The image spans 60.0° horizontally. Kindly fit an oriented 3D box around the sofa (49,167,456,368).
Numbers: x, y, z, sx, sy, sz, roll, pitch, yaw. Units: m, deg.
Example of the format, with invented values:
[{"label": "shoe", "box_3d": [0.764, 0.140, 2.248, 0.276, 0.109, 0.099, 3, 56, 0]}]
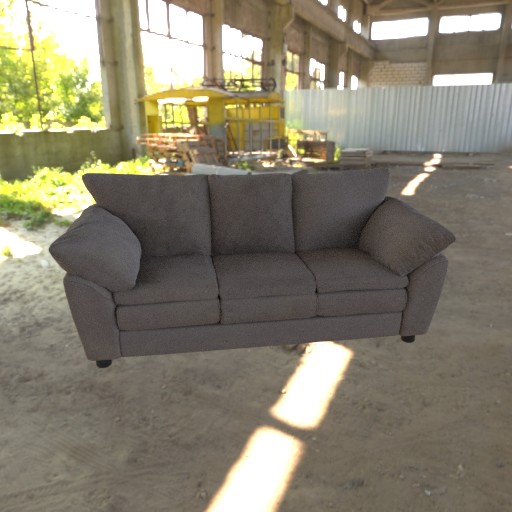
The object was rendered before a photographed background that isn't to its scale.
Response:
[{"label": "sofa", "box_3d": [0.000, 0.000, 2.926, 2.336, 1.073, 0.878, -3, 17, -9]}]
